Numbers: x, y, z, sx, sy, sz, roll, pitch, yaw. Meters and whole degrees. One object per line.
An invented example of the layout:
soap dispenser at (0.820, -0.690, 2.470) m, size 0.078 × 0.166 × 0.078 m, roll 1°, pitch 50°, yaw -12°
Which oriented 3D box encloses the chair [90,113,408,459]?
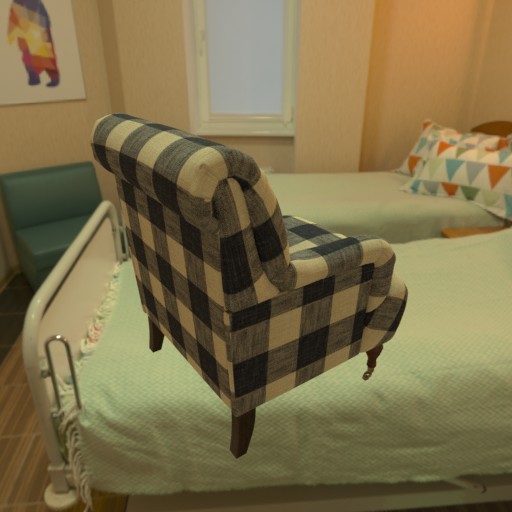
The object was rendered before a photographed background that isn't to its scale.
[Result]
chair at (0.000, 0.000, 1.575) m, size 0.848 × 0.953 × 0.781 m, roll -17°, pitch 30°, yaw -31°
